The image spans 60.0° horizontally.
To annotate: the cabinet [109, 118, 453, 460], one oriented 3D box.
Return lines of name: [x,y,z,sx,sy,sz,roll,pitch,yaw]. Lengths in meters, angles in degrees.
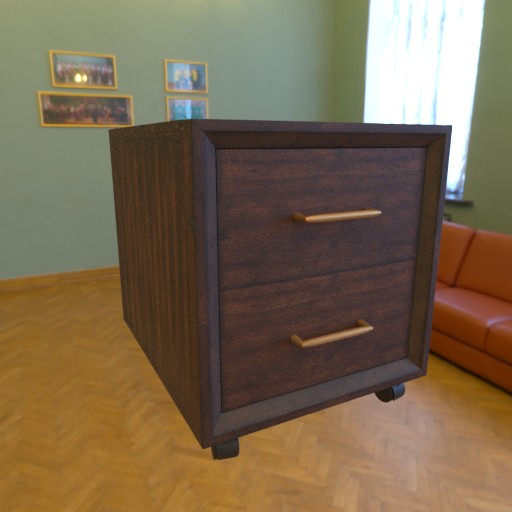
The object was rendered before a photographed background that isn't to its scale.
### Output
cabinet: [0.000,0.000,0.816,0.402,0.455,0.500,-7,16,-27]
